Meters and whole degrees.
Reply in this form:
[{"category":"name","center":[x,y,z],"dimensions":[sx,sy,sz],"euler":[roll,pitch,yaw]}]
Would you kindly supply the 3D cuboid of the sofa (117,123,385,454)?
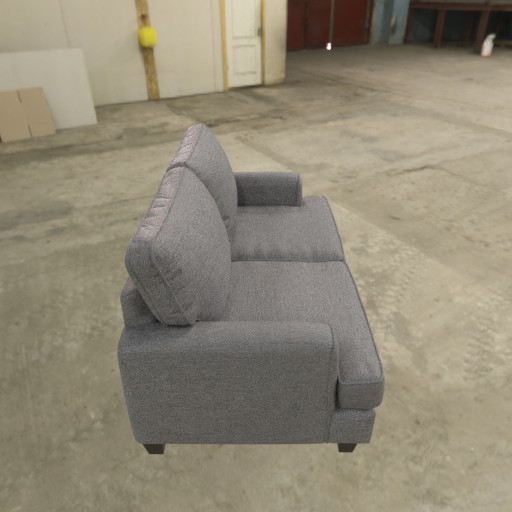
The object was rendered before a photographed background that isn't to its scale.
[{"category":"sofa","center":[0.000,0.000,2.220],"dimensions":[0.965,0.965,1.651],"euler":[0,31,0]}]
